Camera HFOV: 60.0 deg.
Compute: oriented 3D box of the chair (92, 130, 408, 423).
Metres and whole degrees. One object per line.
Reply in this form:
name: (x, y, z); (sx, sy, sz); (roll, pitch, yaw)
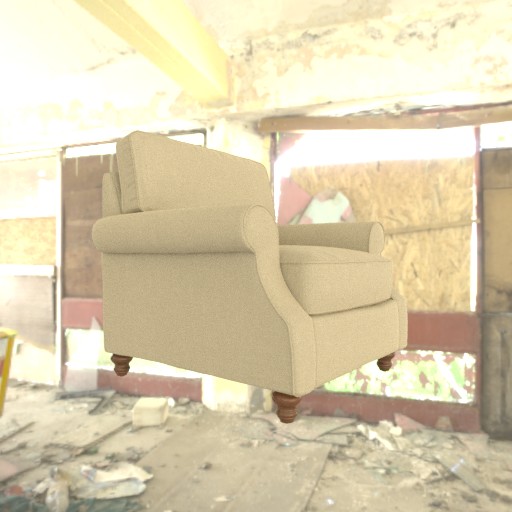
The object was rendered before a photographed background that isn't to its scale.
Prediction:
chair: (0.000, 0.000, 1.817); (0.966, 0.967, 1.029); (0, 0, 38)
